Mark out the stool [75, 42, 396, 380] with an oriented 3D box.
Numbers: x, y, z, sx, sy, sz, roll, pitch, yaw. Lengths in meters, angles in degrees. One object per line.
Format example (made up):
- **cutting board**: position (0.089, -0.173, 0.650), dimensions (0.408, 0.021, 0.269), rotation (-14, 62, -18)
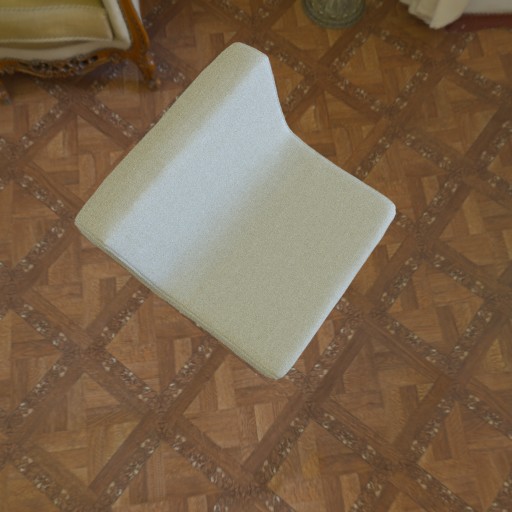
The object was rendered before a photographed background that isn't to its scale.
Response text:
- **stool**: position (0.000, 0.000, 1.260), dimensions (0.500, 0.937, 0.511), rotation (35, 78, 9)
